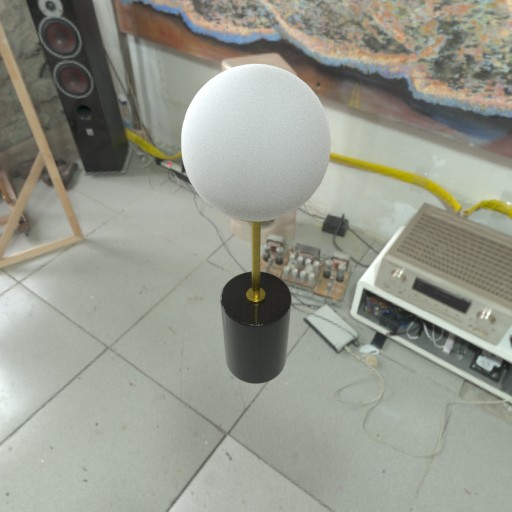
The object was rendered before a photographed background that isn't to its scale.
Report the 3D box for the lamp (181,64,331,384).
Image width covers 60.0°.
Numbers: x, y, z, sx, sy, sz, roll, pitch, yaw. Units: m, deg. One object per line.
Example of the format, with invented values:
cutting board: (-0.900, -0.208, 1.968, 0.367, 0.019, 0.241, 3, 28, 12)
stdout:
lamp: (0.000, 0.000, 0.575, 0.153, 0.480, 0.153, 0, 45, 0)
